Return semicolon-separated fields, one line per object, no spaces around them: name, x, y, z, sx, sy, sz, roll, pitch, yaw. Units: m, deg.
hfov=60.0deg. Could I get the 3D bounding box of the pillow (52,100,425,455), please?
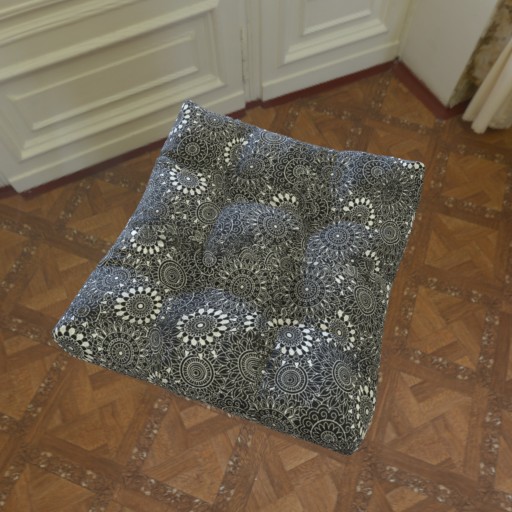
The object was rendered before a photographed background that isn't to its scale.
pillow;0.000;0.000;0.727;0.468;0.128;0.490;17;65;9
